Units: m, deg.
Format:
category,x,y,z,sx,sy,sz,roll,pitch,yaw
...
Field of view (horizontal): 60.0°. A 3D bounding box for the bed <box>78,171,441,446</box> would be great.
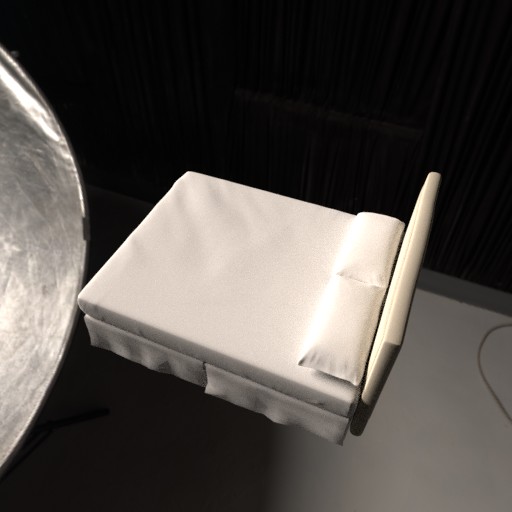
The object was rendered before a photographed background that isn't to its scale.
category,x,y,z,sx,sy,sz,roll,pitch,yaw
bed,0.000,0.000,3.757,2.477,1.437,1.977,17,50,15
